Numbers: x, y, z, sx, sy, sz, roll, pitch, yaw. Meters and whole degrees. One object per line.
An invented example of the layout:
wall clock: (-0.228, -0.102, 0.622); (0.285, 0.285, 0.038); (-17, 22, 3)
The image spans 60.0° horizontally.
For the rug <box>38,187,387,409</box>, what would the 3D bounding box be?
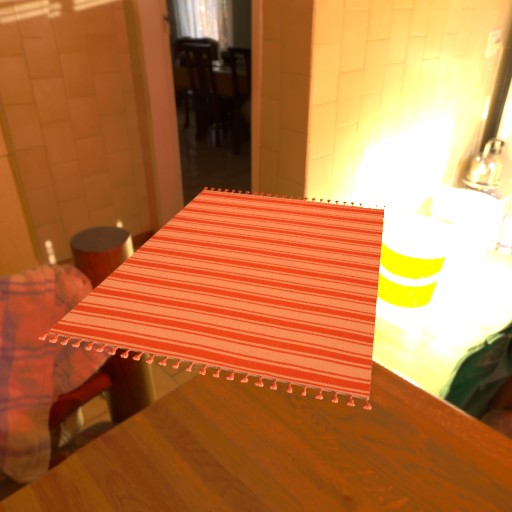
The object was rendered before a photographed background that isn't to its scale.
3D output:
rug: (0.000, 0.000, 4.449); (2.451, 0.035, 3.369); (8, 30, 14)
